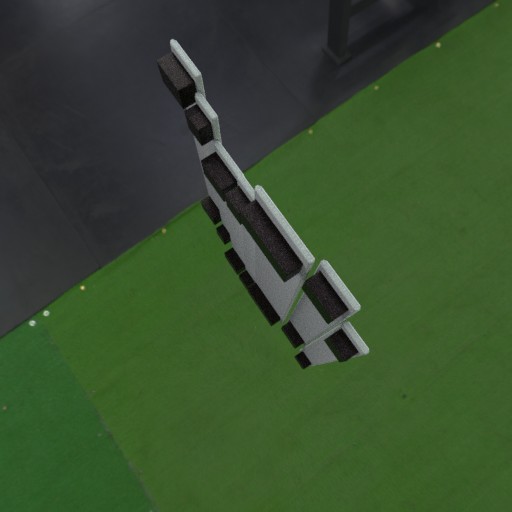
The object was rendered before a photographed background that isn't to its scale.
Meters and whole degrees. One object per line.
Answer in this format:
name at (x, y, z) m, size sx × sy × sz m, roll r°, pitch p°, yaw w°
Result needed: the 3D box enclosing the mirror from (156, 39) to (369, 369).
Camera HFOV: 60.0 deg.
mirror at (0.000, 0.000, 0.785) m, size 0.058 × 0.611 × 0.445 m, roll -33°, pitch 77°, yaw -9°
